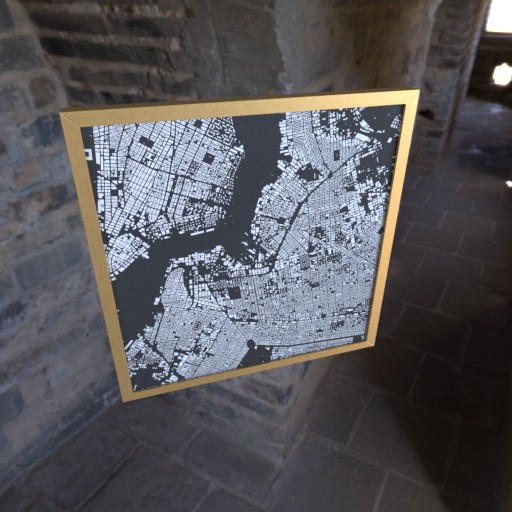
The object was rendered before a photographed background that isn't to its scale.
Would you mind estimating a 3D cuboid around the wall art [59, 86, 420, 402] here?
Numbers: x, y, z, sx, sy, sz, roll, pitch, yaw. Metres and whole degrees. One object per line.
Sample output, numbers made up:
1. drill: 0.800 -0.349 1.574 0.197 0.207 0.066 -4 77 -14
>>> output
1. wall art: 0.000 0.000 2.816 1.926 1.926 0.099 -9 32 -15
